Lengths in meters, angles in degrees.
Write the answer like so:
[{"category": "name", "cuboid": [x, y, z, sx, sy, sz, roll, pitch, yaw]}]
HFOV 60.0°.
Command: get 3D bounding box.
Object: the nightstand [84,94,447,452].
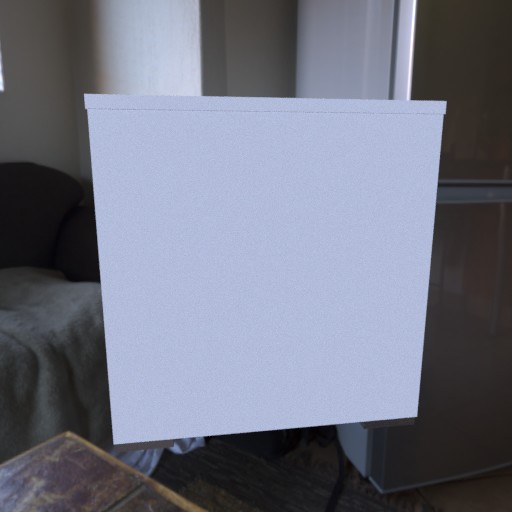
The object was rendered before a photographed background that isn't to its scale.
[{"category": "nightstand", "cuboid": [0.000, 0.000, 0.738, 0.441, 0.460, 0.325, -2, 13, -8]}]
